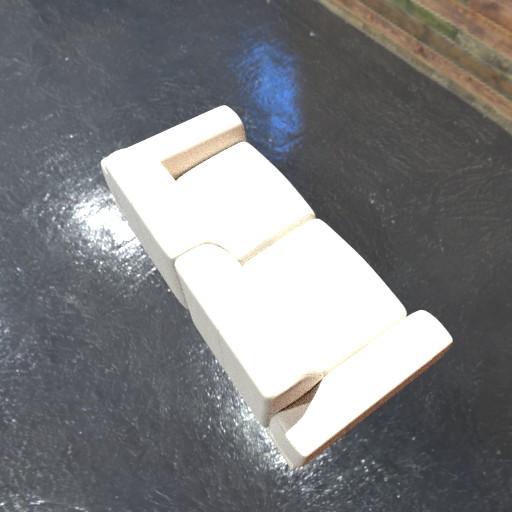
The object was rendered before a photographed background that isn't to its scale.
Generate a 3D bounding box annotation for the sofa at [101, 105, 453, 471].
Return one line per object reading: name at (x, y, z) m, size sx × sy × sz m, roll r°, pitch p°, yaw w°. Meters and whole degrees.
sofa at (0.000, 0.000, 2.362) m, size 0.900 × 0.772 × 1.901 m, roll -30°, pitch 63°, yaw -17°
